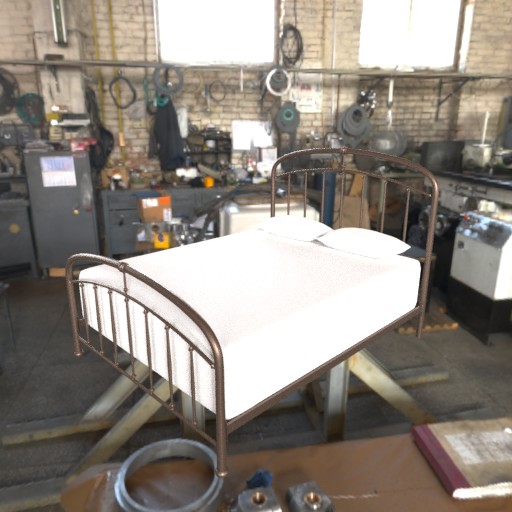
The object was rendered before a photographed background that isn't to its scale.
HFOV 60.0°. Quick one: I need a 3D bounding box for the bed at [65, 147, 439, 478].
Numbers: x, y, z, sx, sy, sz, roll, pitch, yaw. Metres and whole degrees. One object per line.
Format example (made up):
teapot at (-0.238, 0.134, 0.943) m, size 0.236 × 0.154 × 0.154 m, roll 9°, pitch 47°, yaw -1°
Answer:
bed at (0.000, 0.000, 3.254) m, size 2.168 × 1.475 × 1.711 m, roll -16°, pitch 23°, yaw -42°
